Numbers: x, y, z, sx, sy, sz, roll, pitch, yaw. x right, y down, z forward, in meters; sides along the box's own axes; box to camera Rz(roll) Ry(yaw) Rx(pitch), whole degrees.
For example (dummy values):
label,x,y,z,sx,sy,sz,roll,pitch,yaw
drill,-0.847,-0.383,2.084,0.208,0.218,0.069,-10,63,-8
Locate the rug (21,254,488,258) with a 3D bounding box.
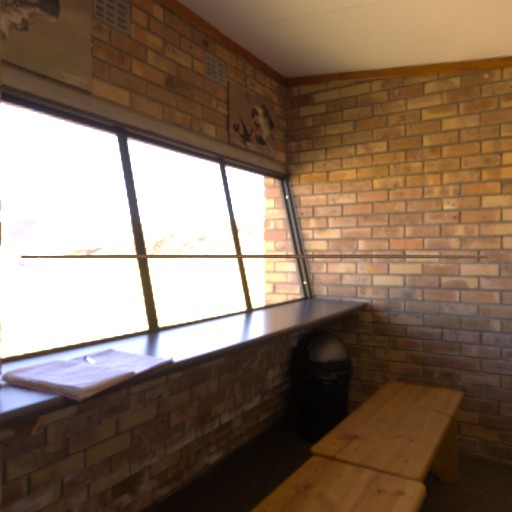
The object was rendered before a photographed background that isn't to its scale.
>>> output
label,x,y,z,sx,sy,sz,roll,pitch,yaw
rug,0.000,0.000,2.915,2.290,0.014,1.526,0,0,0
